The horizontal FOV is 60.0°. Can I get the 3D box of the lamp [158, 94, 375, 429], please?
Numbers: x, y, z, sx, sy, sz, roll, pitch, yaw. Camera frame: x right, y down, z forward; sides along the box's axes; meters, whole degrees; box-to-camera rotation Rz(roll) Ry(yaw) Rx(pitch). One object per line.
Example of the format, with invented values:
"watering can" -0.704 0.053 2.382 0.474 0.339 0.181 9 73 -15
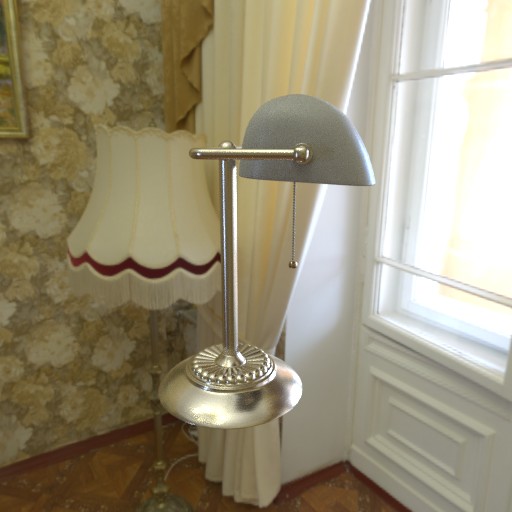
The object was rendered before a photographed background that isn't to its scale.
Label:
"lamp" 0.000 0.000 0.511 0.243 0.339 0.264 2 15 9
